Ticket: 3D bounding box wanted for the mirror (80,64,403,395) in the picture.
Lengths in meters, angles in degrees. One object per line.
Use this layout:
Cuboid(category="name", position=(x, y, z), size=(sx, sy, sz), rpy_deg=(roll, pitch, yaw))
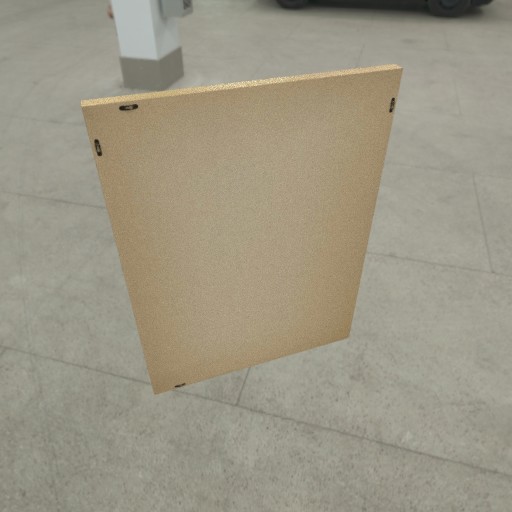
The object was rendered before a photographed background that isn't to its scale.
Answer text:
Cuboid(category="mirror", position=(0.000, 0.000, 1.329), size=(0.762, 1.016, 0.041), rpy_deg=(-13, 41, -15))
